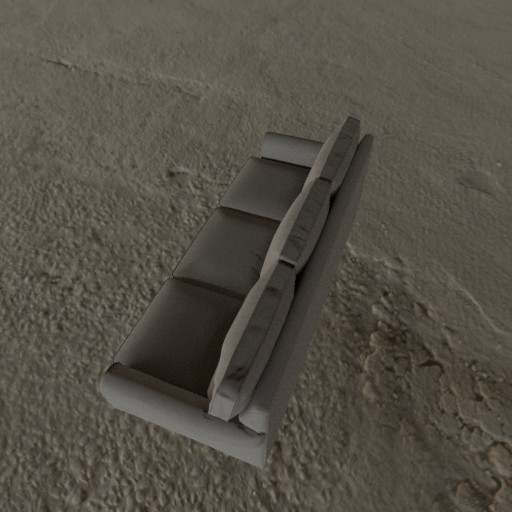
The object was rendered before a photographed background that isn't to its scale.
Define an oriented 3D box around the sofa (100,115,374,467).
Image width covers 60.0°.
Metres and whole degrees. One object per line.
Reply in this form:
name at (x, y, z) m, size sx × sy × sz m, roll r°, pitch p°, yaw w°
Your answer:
sofa at (0.000, 0.000, 2.836) m, size 0.966 × 0.948 × 2.353 m, roll 17°, pitch 51°, yaw 14°
